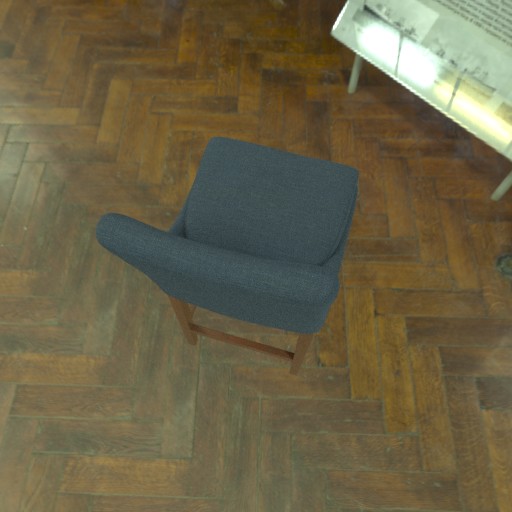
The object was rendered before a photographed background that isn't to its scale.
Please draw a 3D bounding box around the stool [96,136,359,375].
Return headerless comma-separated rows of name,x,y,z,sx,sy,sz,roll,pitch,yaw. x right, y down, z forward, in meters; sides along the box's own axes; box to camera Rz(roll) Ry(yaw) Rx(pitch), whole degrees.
stool,0.000,0.000,1.251,0.470,0.981,0.577,15,65,7
